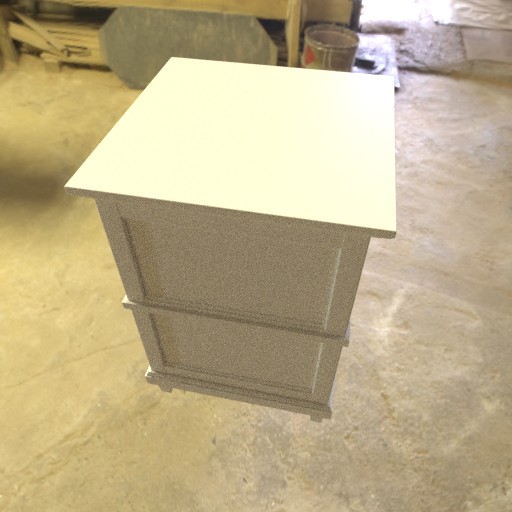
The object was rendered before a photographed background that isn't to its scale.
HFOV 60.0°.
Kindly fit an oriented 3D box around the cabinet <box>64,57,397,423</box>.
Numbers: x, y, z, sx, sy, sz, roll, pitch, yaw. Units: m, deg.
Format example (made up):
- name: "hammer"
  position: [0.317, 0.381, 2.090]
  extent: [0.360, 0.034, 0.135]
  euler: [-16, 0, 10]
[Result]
- name: "cabinet"
  position: [0.000, 0.000, 1.169]
  extent: [0.547, 0.775, 0.544]
  euler: [9, 47, 8]
